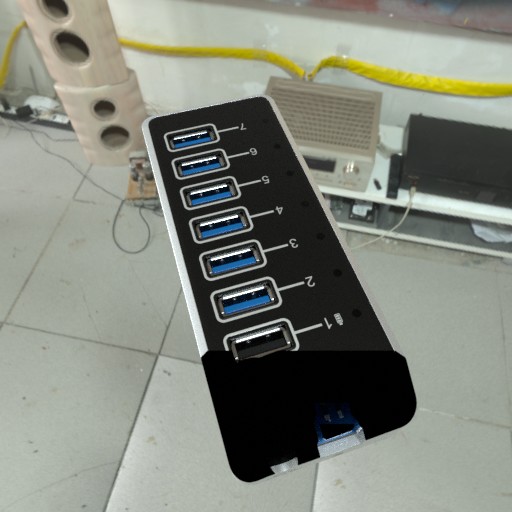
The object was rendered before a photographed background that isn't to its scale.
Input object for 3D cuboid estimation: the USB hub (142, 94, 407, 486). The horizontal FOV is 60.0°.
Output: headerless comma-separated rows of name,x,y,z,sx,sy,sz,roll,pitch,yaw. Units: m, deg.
USB hub,0.000,0.000,0.127,0.044,0.023,0.110,-15,59,-9
